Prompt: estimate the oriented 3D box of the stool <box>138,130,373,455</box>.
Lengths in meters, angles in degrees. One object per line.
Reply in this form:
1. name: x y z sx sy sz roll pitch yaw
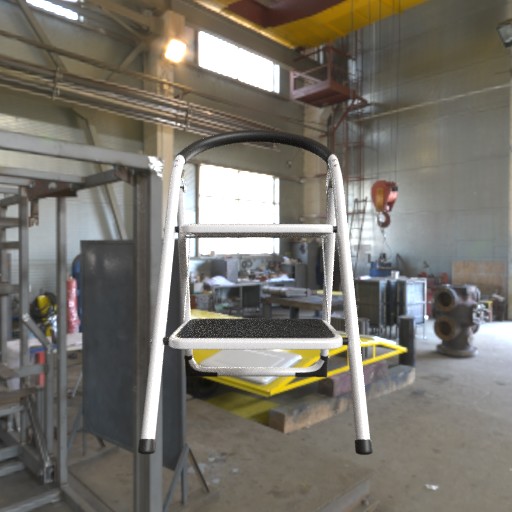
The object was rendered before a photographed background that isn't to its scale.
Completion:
1. stool: 0.000 0.000 1.106 0.453 0.760 0.559 0 1 0
